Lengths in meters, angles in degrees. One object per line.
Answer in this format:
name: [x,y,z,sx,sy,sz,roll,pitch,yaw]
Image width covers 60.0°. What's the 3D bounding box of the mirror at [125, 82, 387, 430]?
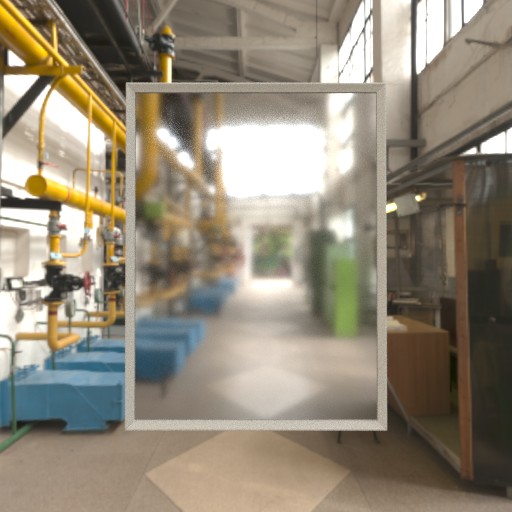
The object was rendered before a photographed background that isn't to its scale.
mirror: [0.000,0.000,1.314,0.762,1.016,0.041,0,-1,0]
